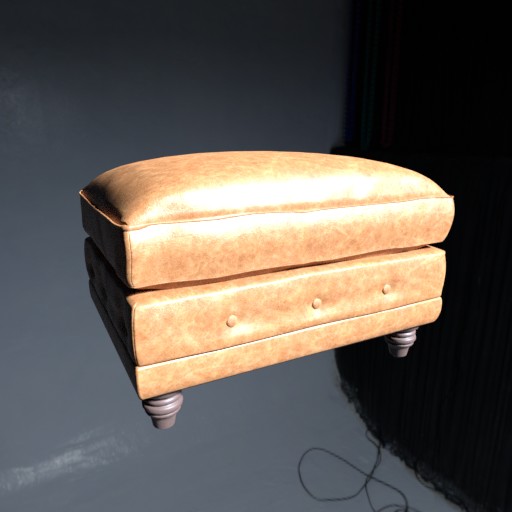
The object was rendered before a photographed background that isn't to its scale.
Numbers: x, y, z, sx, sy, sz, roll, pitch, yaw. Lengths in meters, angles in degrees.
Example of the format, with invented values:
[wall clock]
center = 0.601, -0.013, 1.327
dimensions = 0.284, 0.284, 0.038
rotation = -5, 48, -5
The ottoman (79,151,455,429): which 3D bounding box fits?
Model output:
[ottoman]
center = 0.000, 0.000, 1.047
dimensions = 0.710, 0.480, 0.533
rotation = -8, 17, -27
